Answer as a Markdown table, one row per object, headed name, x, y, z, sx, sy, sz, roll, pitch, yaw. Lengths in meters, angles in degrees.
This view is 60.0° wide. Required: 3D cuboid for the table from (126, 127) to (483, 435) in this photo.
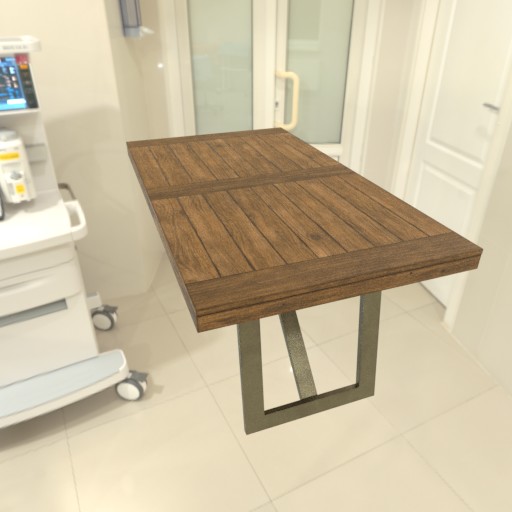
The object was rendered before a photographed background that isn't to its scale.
| name | x | y | z | sx | sy | sz | roll | pitch | yaw |
| --- | --- | --- | --- | --- | --- | --- | --- | --- | --- |
| table | 0.000 | 0.000 | 2.121 | 0.931 | 0.757 | 1.641 | -10 | 32 | -17 |
